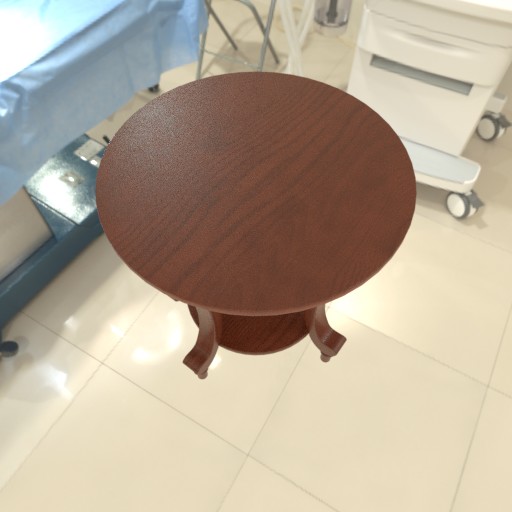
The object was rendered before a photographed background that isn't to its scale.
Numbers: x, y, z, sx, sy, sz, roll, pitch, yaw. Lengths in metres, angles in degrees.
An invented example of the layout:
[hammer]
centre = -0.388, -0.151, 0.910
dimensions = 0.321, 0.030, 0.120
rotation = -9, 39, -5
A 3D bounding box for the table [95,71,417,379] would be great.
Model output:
[table]
centre = 0.000, 0.000, 1.093
dimensions = 0.597, 0.612, 0.597
rotation = 0, 57, 0
